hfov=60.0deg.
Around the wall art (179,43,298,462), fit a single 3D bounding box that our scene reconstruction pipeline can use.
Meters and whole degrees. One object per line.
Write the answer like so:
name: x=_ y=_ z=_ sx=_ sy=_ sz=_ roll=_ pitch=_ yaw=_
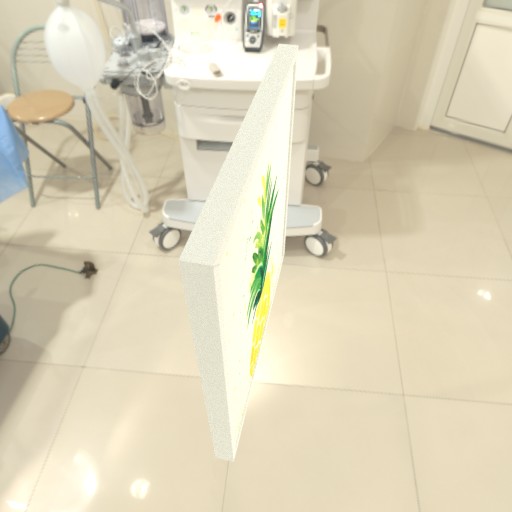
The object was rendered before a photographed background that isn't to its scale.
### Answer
wall art: x=0.000 y=0.000 z=0.457 sx=0.020 sy=0.307 sz=0.307 roll=9 pitch=47 yaw=9
